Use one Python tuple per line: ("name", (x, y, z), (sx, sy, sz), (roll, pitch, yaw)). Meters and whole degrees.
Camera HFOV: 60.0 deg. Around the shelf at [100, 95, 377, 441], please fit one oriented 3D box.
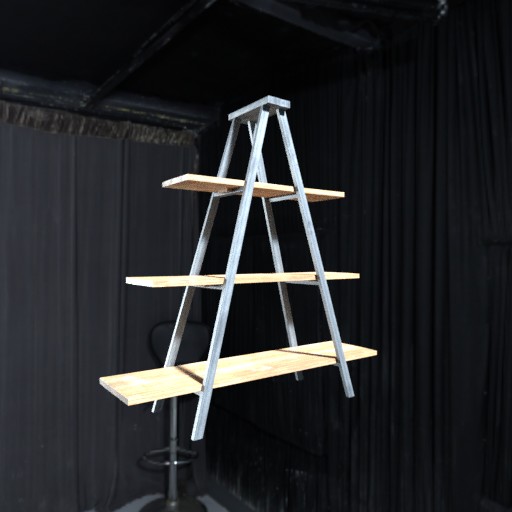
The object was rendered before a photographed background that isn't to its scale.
("shelf", (0.000, 0.000, 2.696), (1.746, 1.808, 0.508), (0, 0, -36))
